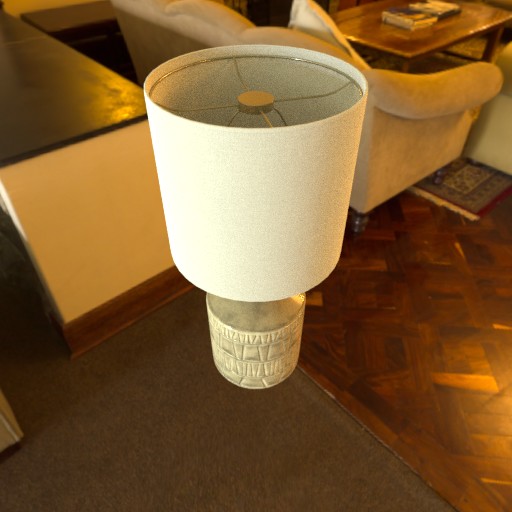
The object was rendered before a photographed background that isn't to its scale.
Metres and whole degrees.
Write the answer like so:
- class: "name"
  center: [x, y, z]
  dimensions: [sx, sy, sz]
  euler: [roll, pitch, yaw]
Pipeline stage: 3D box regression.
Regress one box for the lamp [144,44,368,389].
- class: "lamp"
  center: [0.000, 0.000, 0.575]
  dimensions: [0.211, 0.455, 0.211]
  euler: [0, 42, 0]
